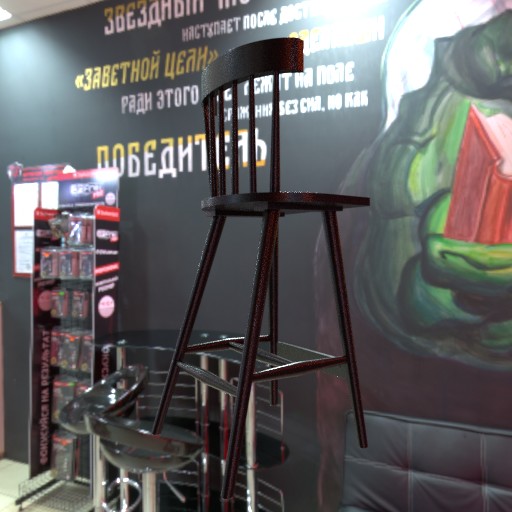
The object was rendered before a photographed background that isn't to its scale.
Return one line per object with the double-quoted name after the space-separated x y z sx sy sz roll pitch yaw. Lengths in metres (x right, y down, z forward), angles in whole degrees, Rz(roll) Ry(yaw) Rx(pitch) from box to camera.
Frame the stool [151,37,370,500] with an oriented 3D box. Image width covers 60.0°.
0.000 0.000 1.310 0.483 1.092 0.482 -1 1 -35 "stool"
